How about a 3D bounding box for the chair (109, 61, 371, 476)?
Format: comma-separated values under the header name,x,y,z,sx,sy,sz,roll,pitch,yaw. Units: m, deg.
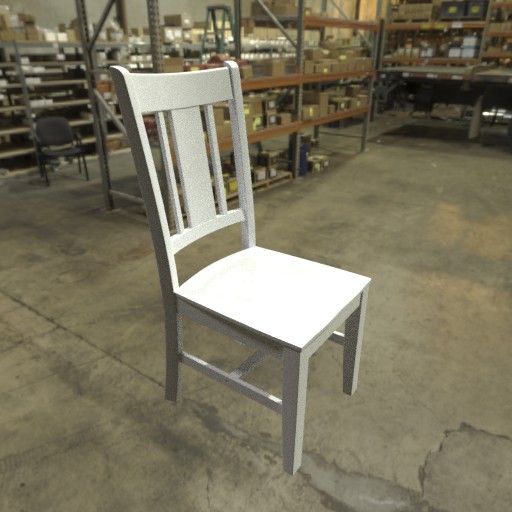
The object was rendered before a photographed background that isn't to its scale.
name,x,y,z,sx,sy,sz,roll,pitch,yaw
chair,0.000,0.000,1.262,0.555,0.998,0.450,17,30,32
